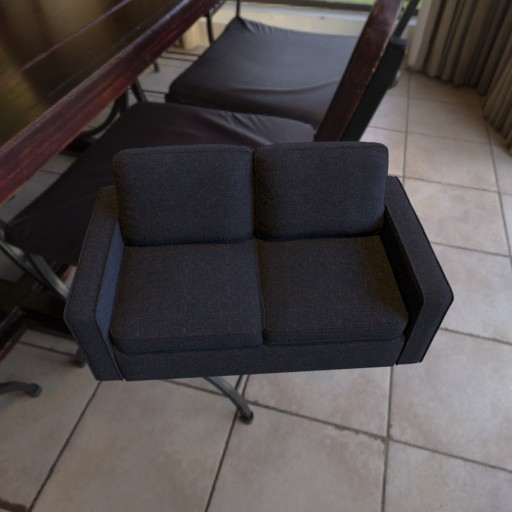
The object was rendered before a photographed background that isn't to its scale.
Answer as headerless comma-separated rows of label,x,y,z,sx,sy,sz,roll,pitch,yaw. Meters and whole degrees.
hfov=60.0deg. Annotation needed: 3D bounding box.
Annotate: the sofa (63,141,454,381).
sofa,0.000,0.000,2.311,1.709,0.918,0.947,-3,46,-2
